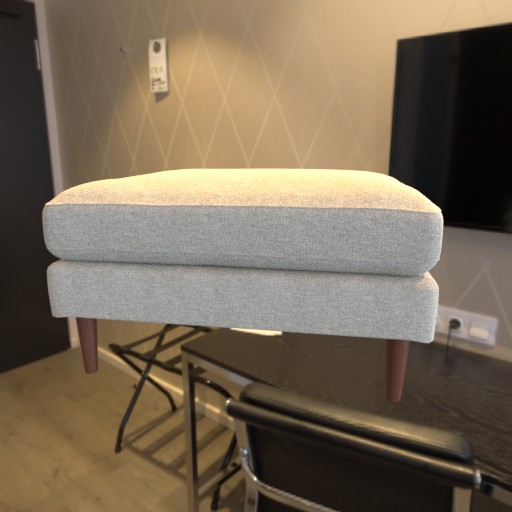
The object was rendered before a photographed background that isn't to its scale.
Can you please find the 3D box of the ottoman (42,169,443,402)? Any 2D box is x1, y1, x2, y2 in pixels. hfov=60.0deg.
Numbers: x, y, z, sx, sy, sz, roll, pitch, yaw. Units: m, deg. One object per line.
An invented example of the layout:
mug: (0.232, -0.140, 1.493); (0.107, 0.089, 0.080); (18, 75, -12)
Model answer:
ottoman: (0.000, 0.000, 1.224); (0.821, 0.474, 0.693); (2, 14, 10)
